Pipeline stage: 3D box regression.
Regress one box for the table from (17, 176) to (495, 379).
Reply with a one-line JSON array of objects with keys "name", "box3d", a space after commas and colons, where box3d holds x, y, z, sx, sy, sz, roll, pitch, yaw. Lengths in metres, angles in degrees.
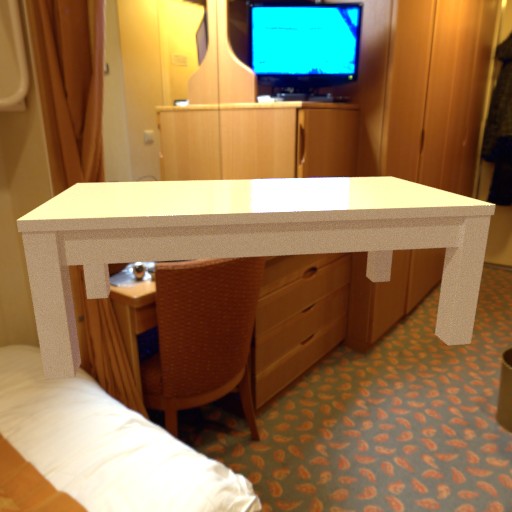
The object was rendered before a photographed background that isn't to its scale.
[{"name": "table", "box3d": [0.000, 0.000, 1.632, 1.350, 0.470, 0.700, -3, 17, -9]}]
